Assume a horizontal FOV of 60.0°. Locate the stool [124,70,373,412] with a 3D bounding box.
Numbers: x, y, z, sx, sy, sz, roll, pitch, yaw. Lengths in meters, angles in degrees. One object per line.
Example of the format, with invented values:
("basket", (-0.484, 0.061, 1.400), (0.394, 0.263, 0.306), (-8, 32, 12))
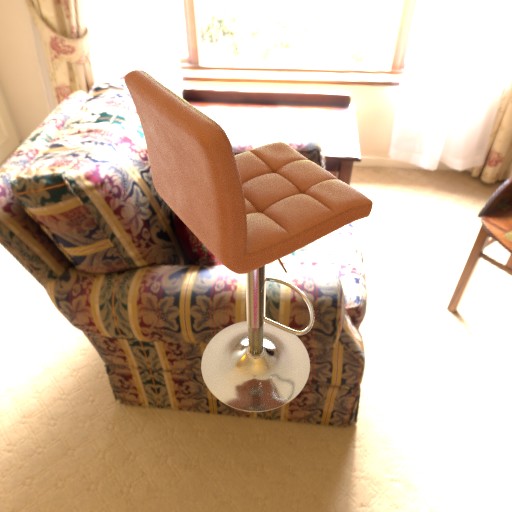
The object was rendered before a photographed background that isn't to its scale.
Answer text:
("stool", (0.000, 0.000, 1.378), (0.505, 1.115, 0.430), (-24, 46, -25))
